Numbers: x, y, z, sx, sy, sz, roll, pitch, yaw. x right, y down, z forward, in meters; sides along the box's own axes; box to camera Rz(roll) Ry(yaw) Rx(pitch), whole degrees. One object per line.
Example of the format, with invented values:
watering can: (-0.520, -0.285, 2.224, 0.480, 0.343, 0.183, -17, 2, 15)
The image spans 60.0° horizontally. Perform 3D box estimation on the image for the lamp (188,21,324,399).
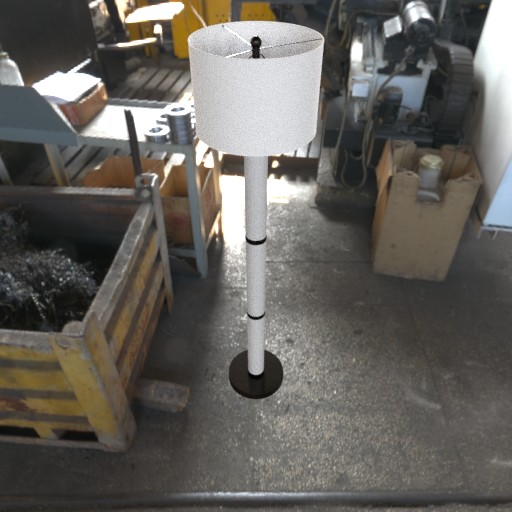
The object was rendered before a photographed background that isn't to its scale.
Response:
lamp: (0.000, 0.000, 1.740, 0.377, 1.599, 0.377, -23, 46, -25)
